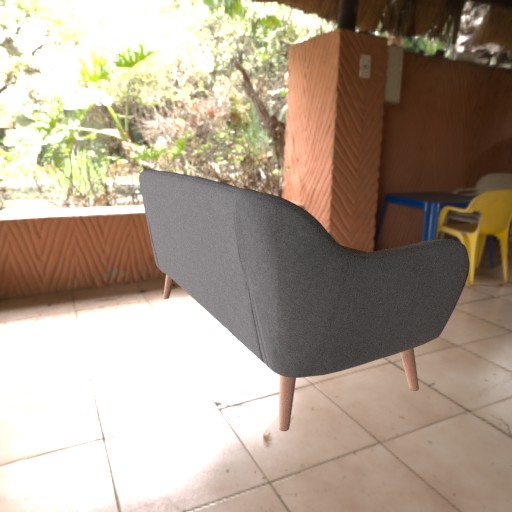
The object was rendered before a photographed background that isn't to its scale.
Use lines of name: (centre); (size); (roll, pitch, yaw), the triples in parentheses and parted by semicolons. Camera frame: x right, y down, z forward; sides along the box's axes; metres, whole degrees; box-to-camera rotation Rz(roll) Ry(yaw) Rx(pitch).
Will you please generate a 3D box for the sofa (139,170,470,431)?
sofa: (0.000, 0.000, 2.184); (0.820, 0.820, 1.840); (-7, 15, -26)
